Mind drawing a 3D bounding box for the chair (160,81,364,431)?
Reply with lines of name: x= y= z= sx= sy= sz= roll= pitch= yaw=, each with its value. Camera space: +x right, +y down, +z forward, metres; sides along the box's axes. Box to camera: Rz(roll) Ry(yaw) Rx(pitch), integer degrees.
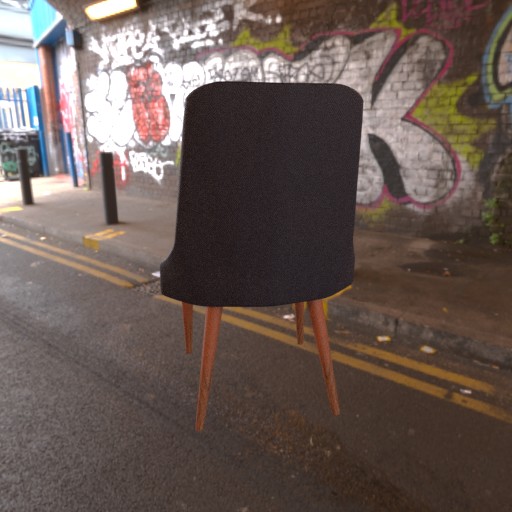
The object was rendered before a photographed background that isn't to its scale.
chair: x=0.000 y=0.000 z=1.191 sx=0.504 sy=0.820 sz=0.567 roll=-3 pitch=16 yaw=-10
